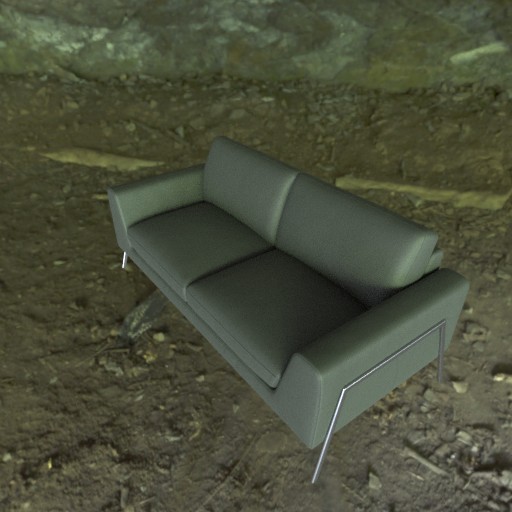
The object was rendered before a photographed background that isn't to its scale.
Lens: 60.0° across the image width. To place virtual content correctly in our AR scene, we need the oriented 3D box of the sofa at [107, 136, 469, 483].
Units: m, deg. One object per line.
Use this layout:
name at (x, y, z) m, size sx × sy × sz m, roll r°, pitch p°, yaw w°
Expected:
sofa at (0.000, 0.000, 2.529) m, size 0.953 × 0.875 × 2.017 m, roll -22°, pitch 39°, yaw -30°
